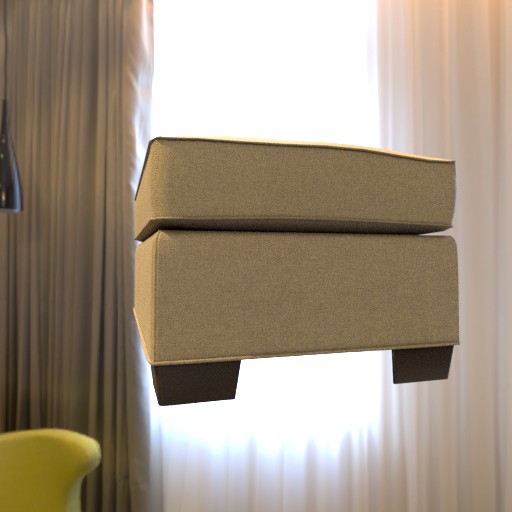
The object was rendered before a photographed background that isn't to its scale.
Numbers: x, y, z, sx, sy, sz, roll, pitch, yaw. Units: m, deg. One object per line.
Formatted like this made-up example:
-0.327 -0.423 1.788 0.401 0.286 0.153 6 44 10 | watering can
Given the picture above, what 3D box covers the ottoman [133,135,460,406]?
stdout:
0.000 0.000 1.199 0.619 0.504 0.843 0 0 -17 | ottoman
